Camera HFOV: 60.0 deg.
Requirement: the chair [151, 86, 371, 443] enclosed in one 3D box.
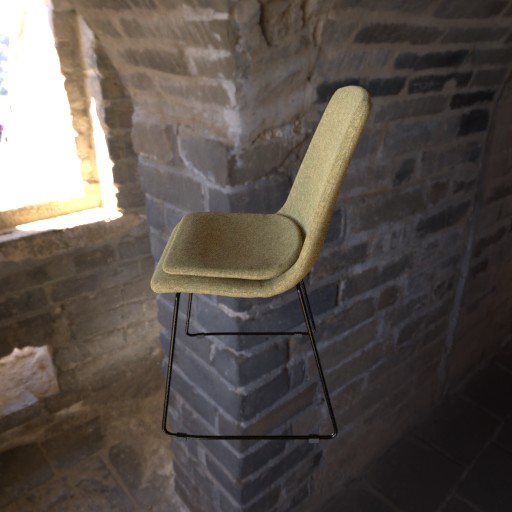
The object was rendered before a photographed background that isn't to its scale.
[{"bbox_3d":[0.000,0.000,1.186,0.496,0.849,0.479,0,25,0],"label":"chair"}]
